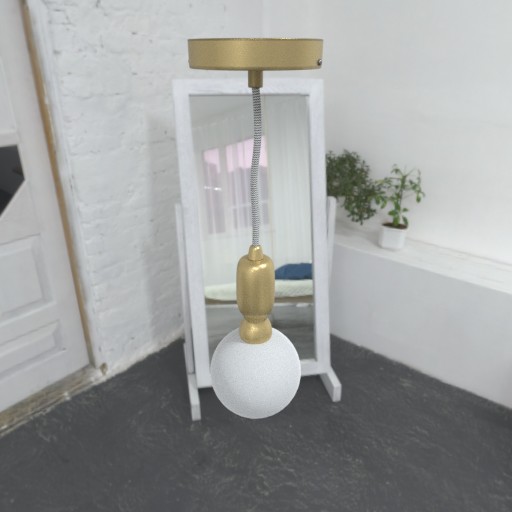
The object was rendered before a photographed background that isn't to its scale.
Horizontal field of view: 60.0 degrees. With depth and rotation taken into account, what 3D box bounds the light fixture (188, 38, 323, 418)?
[{"bbox_3d":[0.000,0.000,0.581,0.147,0.510,0.146,7,26,15],"label":"light fixture"}]
